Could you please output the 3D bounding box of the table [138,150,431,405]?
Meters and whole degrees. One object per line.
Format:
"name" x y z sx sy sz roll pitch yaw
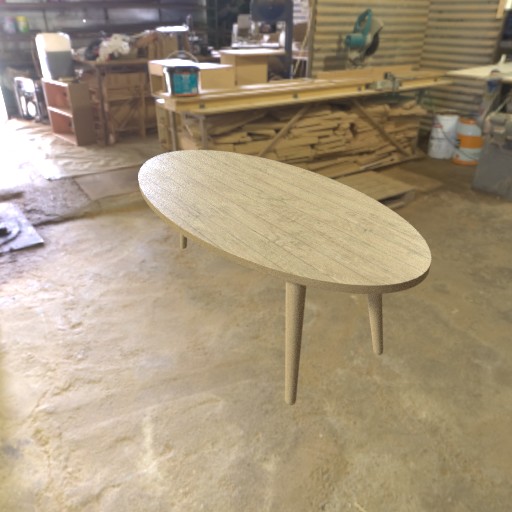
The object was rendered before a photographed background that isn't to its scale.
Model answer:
"table" 0.000 0.000 1.340 0.542 0.390 1.083 -19 34 -30
